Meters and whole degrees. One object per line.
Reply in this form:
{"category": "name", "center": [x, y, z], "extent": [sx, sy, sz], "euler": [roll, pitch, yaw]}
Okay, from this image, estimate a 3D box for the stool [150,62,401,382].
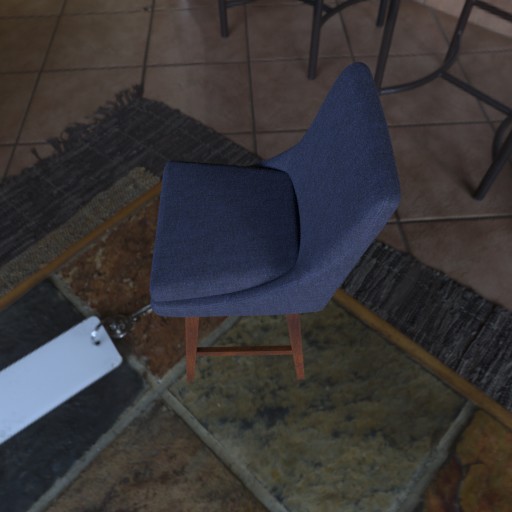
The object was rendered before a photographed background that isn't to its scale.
{"category": "stool", "center": [0.000, 0.000, 1.389], "extent": [0.572, 1.068, 0.489], "euler": [-1, 58, -1]}
